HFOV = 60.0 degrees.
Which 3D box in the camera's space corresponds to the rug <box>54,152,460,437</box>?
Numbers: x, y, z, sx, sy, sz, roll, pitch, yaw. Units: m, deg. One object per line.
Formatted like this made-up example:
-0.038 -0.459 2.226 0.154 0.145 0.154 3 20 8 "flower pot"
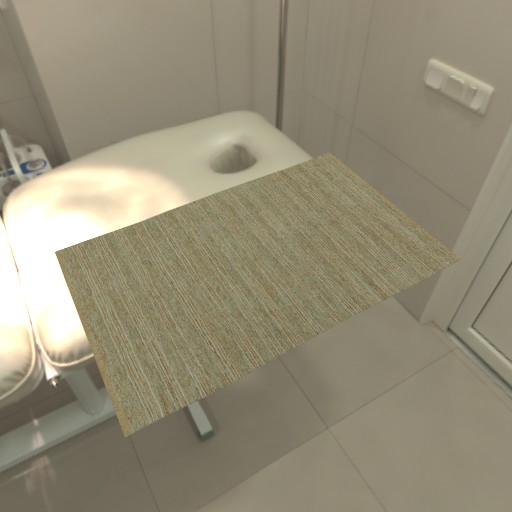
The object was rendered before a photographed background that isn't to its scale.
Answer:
0.000 0.000 3.142 2.448 0.012 1.540 -23 51 -20 "rug"
